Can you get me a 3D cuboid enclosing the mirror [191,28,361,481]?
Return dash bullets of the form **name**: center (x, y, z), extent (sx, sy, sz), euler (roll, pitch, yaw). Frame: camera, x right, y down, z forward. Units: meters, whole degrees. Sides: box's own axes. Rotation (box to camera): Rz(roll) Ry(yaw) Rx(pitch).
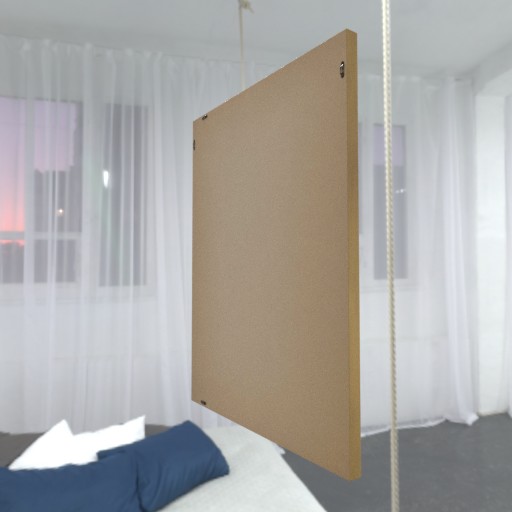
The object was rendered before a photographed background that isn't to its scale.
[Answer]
- **mirror**: center (0.000, 0.000, 1.312), extent (0.041, 1.016, 0.762), euler (2, -3, -35)
